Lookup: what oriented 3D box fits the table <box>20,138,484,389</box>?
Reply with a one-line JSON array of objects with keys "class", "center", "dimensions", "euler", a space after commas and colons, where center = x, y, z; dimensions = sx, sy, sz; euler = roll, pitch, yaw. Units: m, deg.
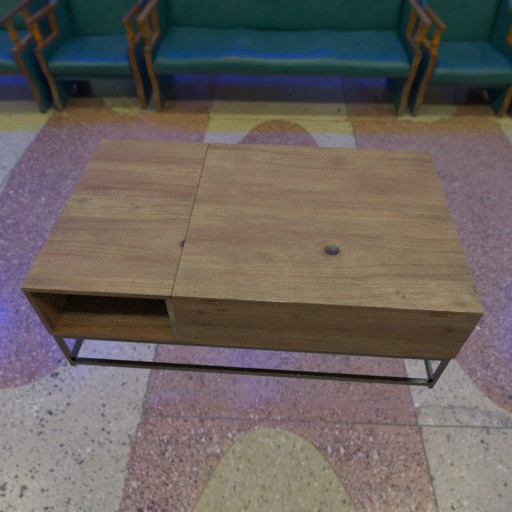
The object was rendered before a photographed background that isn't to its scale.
[{"class": "table", "center": [0.000, 0.000, 1.410], "dimensions": [1.101, 0.395, 0.655], "euler": [3, 47, 3]}]
